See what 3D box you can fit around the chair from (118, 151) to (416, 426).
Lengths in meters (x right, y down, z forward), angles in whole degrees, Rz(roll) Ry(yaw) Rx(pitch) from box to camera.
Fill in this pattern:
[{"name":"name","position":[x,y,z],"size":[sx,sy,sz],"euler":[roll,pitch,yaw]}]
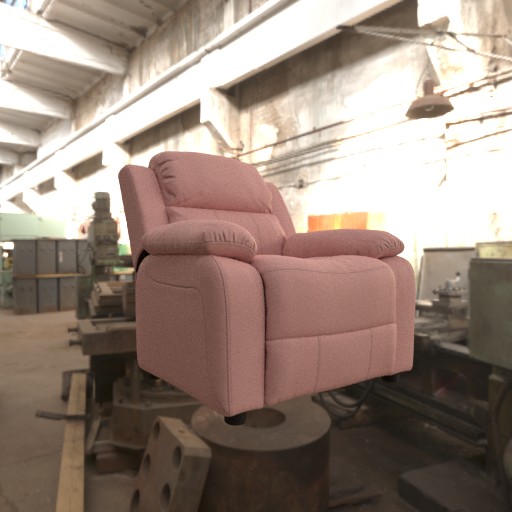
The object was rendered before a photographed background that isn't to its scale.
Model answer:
[{"name":"chair","position":[0.000,0.000,1.310],"size":[0.680,0.702,0.709],"euler":[0,0,-37]}]
